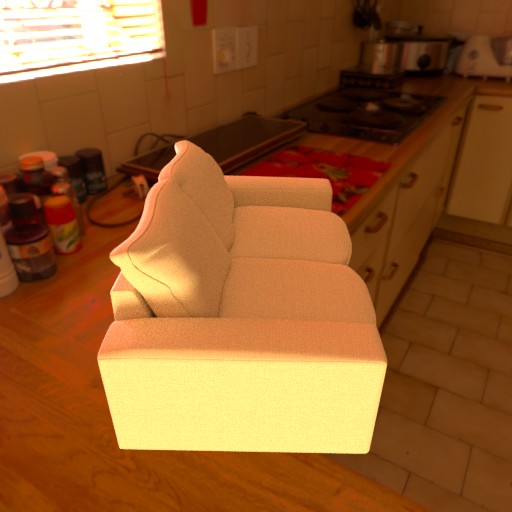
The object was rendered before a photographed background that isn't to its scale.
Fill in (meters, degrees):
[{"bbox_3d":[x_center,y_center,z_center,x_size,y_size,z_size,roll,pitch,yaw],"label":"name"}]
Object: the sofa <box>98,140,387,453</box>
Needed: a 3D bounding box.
[{"bbox_3d":[0.000,0.000,2.347,1.091,0.875,1.754,1,31,1],"label":"sofa"}]
